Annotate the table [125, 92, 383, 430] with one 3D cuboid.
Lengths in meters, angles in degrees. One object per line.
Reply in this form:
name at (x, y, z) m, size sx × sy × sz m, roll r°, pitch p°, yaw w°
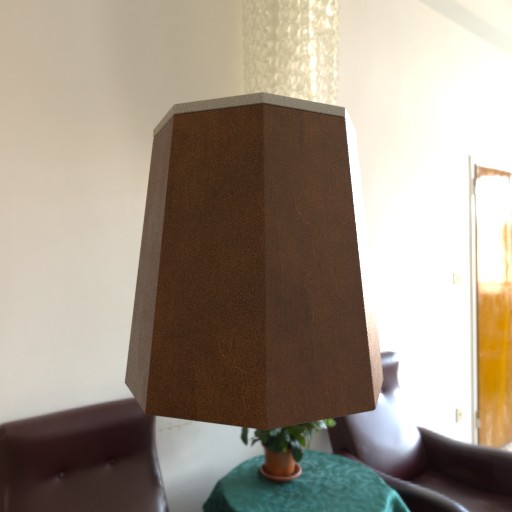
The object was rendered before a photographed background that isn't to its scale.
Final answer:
table at (0.000, 0.000, 0.807) m, size 0.439 × 0.457 × 0.439 m, roll 0°, pitch -1°, yaw 18°
